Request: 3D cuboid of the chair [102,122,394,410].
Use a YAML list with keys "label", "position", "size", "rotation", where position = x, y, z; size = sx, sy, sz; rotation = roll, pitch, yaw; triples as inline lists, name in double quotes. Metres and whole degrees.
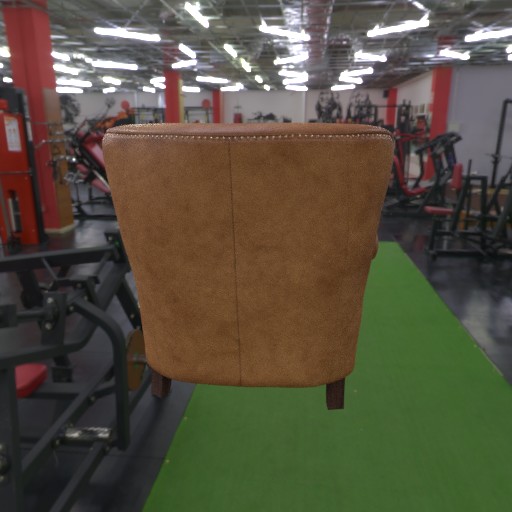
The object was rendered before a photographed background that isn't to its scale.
- label: "chair"
  position: [0.000, 0.000, 1.647]
  size: [0.861, 0.936, 0.921]
  rotation: [2, 16, 8]
